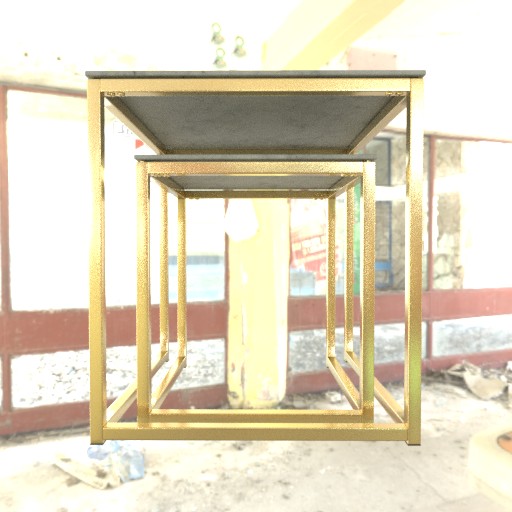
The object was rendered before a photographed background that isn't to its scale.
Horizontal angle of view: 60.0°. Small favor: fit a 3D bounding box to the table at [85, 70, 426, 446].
[{"bbox_3d":[0.000,0.000,0.813,0.450,0.500,0.450,0,1,0],"label":"table"}]
